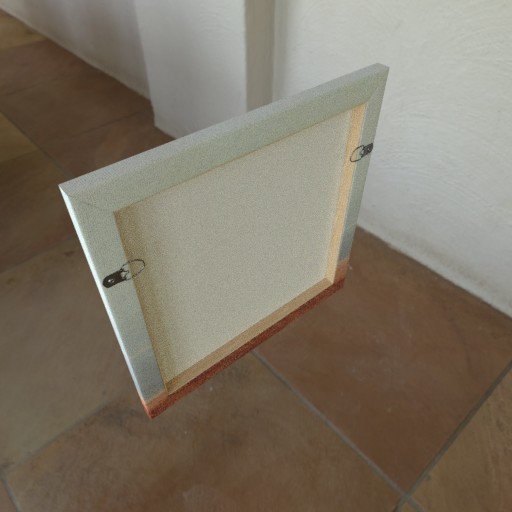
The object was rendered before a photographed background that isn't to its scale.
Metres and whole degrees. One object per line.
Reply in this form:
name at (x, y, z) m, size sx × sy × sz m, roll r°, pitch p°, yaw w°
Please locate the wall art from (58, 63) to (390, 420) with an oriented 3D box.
wall art at (0.000, 0.000, 0.594) m, size 0.405 × 0.405 × 0.023 m, roll -30°, pitch 52°, yaw -27°
